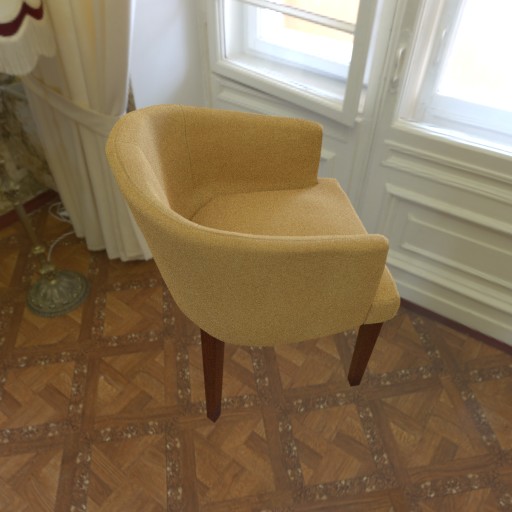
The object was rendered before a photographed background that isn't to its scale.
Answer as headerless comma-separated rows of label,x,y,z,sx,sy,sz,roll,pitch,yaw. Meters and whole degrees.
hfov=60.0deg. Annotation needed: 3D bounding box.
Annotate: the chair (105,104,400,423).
chair,0.000,0.000,1.266,0.655,0.811,0.583,-8,46,-7
